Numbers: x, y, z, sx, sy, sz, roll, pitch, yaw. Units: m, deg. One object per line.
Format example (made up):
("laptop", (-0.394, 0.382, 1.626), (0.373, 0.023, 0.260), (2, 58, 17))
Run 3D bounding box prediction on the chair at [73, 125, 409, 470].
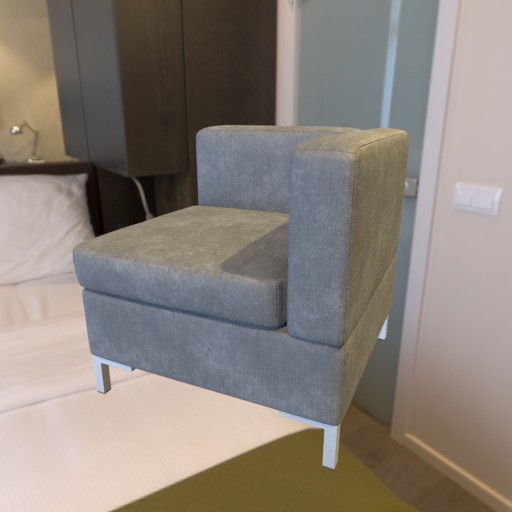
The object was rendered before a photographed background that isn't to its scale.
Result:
("chair", (0.000, 0.000, 1.197), (0.680, 0.660, 0.680), (8, 20, 24))
